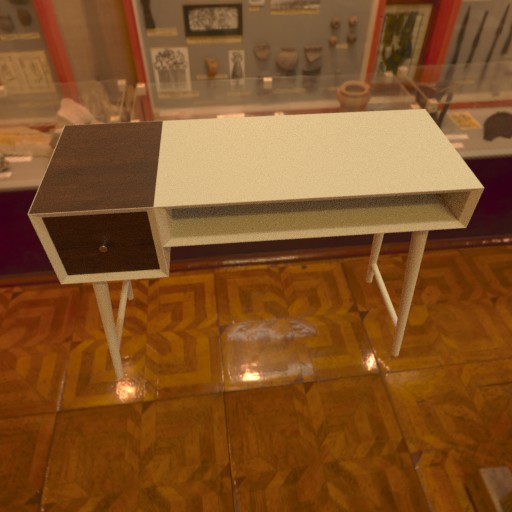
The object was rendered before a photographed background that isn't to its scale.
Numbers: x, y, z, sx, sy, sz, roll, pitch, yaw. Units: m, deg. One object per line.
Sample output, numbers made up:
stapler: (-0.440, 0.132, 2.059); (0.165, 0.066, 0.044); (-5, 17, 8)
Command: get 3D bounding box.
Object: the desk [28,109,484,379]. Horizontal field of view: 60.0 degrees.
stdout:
desk: (0.000, 0.000, 1.440); (1.069, 0.761, 0.409); (-4, 46, -4)
